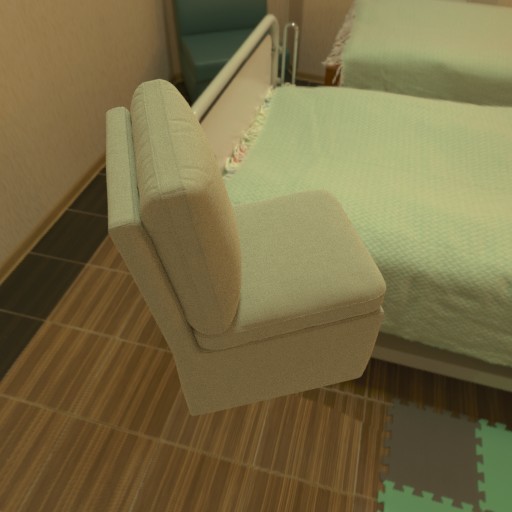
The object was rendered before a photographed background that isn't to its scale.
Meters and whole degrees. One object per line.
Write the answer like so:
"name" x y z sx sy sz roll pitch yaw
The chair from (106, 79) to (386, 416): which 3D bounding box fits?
"chair" 0.000 0.000 1.329 0.698 0.927 0.503 -10 47 -10
